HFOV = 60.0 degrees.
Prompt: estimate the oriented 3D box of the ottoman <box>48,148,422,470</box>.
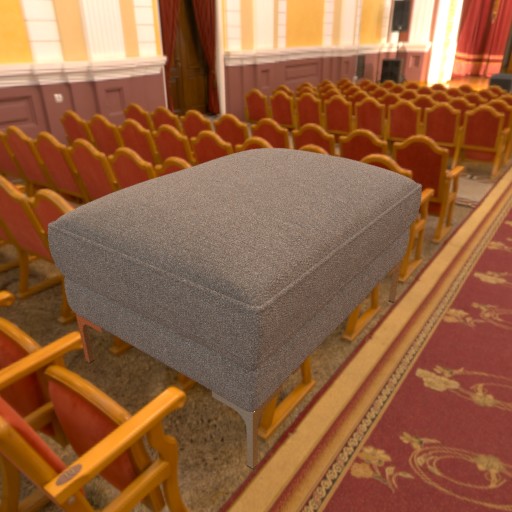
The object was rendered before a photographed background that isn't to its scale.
[{"bbox_3d":[0.000,0.000,1.164,0.583,0.464,0.785,18,32,32],"label":"ottoman"}]
